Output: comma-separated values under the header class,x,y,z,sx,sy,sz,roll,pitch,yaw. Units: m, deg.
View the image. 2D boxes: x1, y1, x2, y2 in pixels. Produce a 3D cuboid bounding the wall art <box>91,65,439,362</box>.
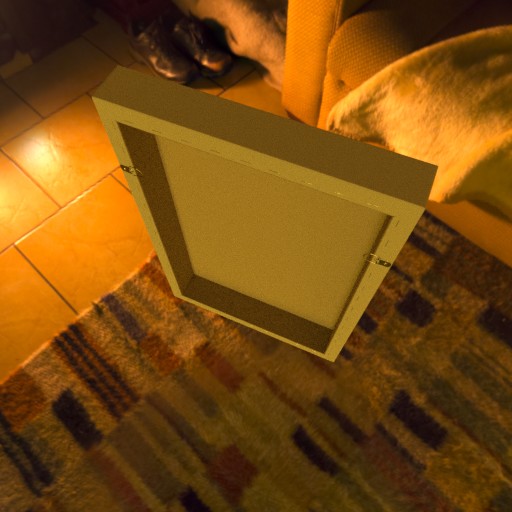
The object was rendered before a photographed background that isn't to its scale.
class,x,y,z,sx,sy,sz,roll,pitch,yaw
wall art,0.000,0.000,0.483,0.252,0.381,0.039,21,64,11
